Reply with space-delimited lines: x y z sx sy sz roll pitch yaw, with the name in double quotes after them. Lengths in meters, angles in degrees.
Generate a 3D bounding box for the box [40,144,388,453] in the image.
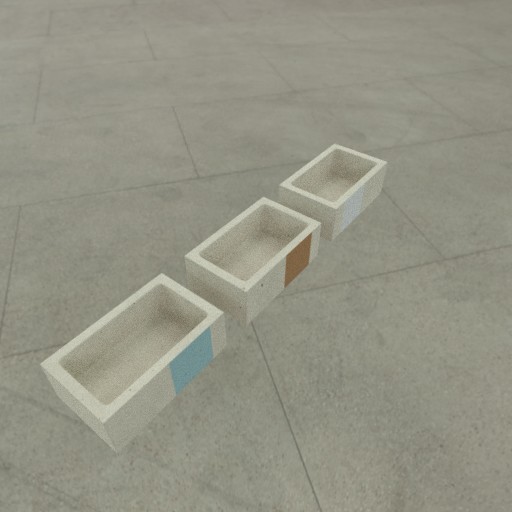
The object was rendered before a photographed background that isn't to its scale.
0.000 0.000 0.489 0.082 0.051 0.461 28 50 27 "box"
